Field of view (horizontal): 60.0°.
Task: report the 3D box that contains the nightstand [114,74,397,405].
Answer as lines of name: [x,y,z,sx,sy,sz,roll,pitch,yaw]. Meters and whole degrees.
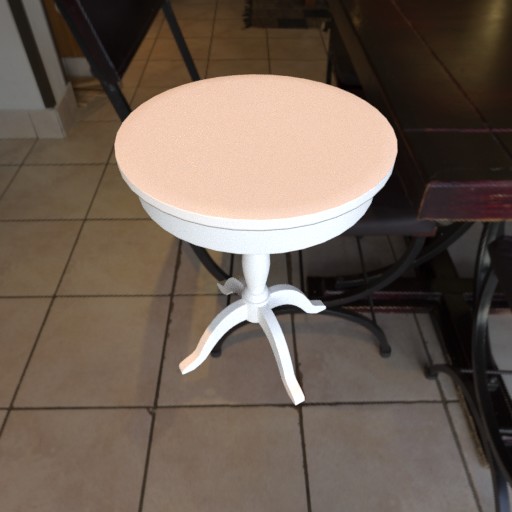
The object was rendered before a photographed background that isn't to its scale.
nightstand: [0.000,0.000,1.051,0.513,0.653,0.513,-14,46,-14]
